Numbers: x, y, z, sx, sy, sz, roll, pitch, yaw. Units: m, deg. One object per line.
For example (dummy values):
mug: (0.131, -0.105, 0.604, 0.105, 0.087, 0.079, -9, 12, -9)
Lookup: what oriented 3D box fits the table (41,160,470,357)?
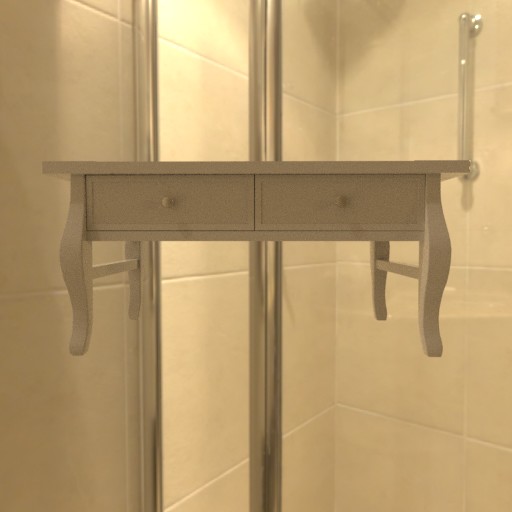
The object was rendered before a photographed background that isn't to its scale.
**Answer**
table: (0.000, 0.000, 1.398, 1.062, 0.495, 0.600, 0, 2, 1)
